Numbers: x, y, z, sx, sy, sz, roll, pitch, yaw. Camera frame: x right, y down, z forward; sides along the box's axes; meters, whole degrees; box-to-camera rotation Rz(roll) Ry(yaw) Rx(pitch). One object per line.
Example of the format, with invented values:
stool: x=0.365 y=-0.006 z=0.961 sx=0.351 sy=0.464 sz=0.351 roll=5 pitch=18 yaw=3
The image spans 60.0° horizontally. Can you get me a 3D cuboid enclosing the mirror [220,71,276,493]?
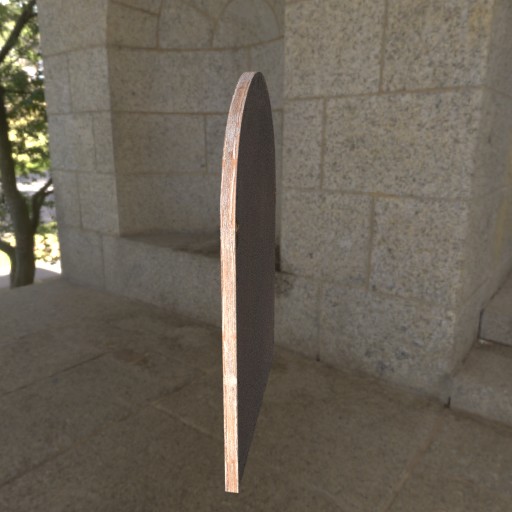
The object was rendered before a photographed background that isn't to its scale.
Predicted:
mirror: x=0.000 y=0.000 z=1.191 sx=0.032 sy=0.920 sz=0.660 roll=2 pitch=14 yaw=9
